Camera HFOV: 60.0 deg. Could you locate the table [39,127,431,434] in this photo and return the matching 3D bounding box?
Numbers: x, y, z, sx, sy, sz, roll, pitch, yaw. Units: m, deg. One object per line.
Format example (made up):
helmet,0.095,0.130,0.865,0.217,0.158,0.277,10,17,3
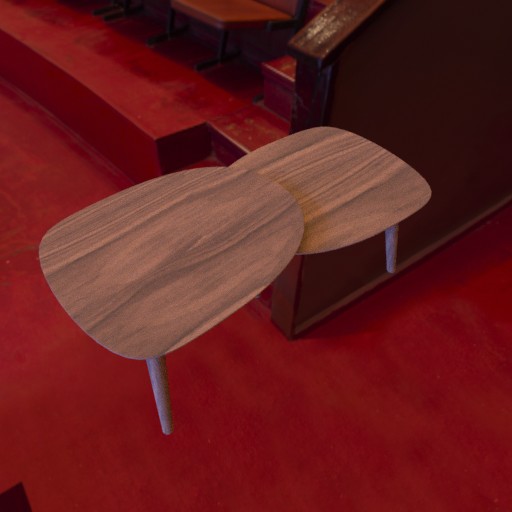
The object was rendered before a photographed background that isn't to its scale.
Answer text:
table,0.000,0.000,1.338,1.084,0.429,0.527,-30,53,-25
